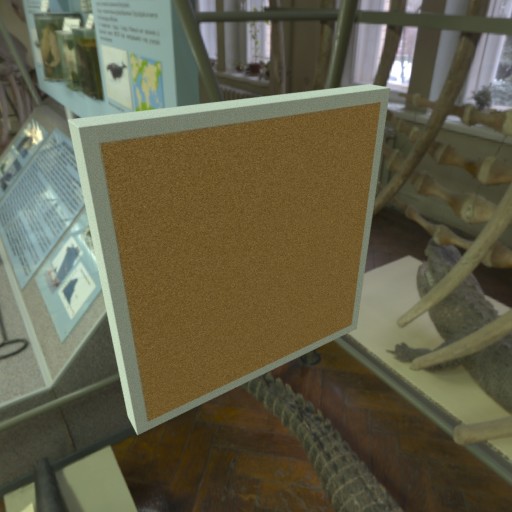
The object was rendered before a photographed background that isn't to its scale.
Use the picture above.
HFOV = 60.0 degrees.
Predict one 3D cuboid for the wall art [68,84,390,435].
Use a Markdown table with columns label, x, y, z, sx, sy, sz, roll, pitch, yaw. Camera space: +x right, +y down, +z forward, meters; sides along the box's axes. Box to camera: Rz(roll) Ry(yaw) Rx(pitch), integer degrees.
| label | x | y | z | sx | sy | sz | roll | pitch | yaw |
| --- | --- | --- | --- | --- | --- | --- | --- | --- | --- |
| wall art | 0.000 | 0.000 | 0.606 | 0.406 | 0.406 | 0.038 | -18 | 34 | -29 |
